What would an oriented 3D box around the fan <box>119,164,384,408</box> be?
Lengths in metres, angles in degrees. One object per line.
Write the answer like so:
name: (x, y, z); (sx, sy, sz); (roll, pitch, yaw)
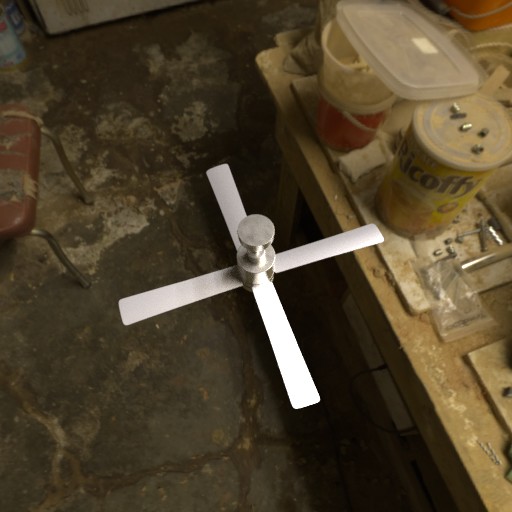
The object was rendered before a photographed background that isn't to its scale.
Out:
fan: (0.000, 0.000, 2.310); (1.525, 0.539, 1.525); (-17, 64, -8)
